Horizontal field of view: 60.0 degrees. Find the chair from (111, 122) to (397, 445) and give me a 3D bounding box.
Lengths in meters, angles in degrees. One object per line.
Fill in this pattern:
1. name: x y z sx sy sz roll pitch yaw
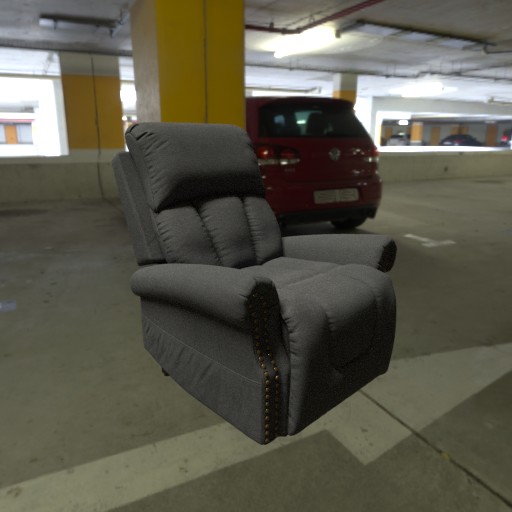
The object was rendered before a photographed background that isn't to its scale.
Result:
1. chair: 0.000 0.000 1.761 0.979 1.031 0.871 14 20 43
